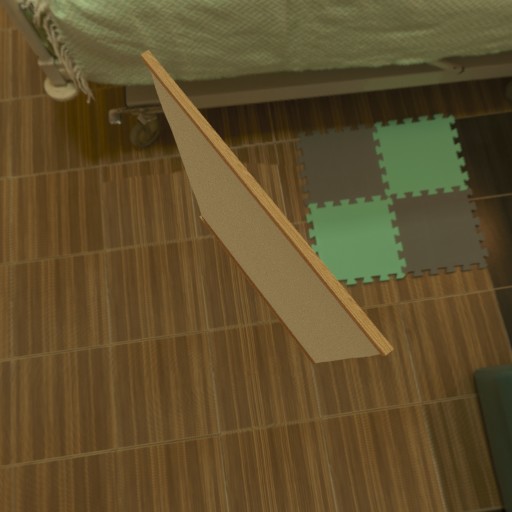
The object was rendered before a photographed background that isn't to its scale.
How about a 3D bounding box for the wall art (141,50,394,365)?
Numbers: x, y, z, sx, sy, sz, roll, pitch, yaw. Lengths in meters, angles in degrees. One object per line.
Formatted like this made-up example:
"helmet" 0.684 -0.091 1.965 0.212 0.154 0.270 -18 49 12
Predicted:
"wall art" 0.000 0.000 0.798 0.011 0.605 0.458 -36 78 -9
